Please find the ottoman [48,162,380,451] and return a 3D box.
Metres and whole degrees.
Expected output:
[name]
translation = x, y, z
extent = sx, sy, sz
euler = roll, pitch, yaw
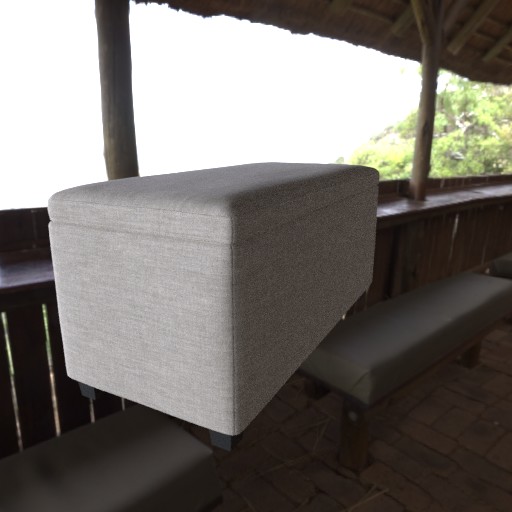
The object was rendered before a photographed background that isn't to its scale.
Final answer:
[ottoman]
translation = 0.000, 0.000, 1.125
extent = 0.419, 0.432, 0.902
euler = 8, 17, 27
